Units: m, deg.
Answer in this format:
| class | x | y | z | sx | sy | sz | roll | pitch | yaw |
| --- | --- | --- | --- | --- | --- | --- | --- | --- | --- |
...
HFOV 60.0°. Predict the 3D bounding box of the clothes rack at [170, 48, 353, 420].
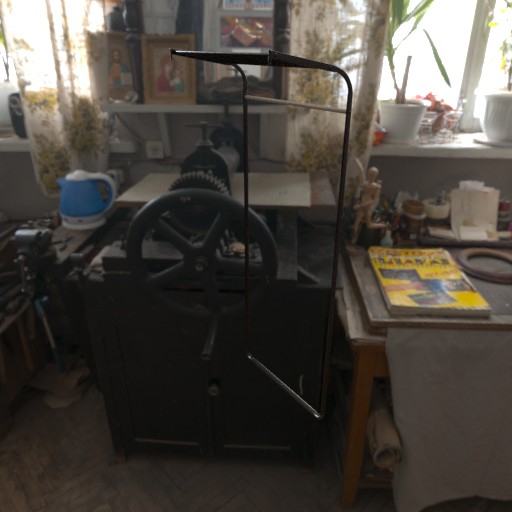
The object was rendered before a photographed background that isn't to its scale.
| class | x | y | z | sx | sy | sz | roll | pitch | yaw |
| --- | --- | --- | --- | --- | --- | --- | --- | --- | --- |
| clothes rack | 0.000 | 0.000 | 1.859 | 0.349 | 1.574 | 0.609 | -18 | 31 | -33 |
